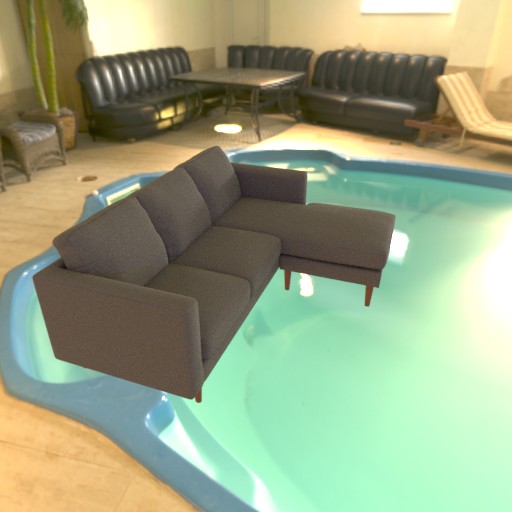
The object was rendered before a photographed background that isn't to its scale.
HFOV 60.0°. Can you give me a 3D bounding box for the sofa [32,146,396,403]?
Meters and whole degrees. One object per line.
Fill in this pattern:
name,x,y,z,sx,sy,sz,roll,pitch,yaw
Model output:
sofa,0.000,0.000,2.856,1.591,0.897,2.031,10,31,18
